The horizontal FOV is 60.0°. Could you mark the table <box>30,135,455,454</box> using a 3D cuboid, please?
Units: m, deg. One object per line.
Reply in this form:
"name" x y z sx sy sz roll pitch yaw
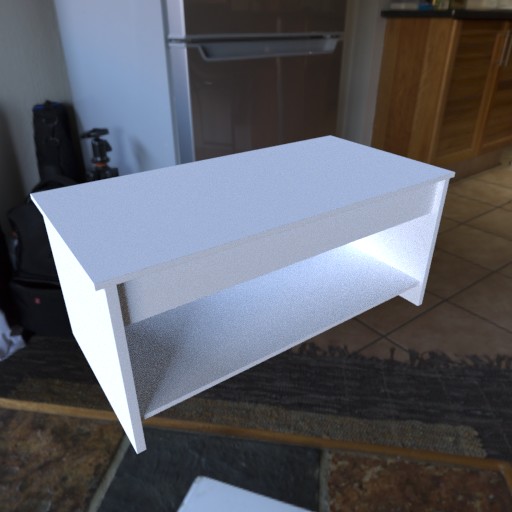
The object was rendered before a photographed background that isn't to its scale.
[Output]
"table" 0.000 0.000 1.264 1.000 0.441 0.500 -19 34 -30
